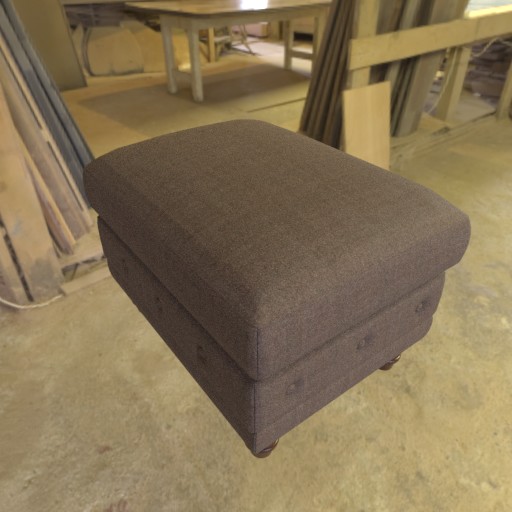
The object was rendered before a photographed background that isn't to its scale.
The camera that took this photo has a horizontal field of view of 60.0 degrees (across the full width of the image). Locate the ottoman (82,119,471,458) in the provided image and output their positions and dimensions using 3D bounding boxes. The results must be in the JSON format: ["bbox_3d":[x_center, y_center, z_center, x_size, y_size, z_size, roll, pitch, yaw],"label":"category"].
[{"bbox_3d":[0.000,0.000,1.172,0.599,0.555,0.809,-23,41,-30],"label":"ottoman"}]
